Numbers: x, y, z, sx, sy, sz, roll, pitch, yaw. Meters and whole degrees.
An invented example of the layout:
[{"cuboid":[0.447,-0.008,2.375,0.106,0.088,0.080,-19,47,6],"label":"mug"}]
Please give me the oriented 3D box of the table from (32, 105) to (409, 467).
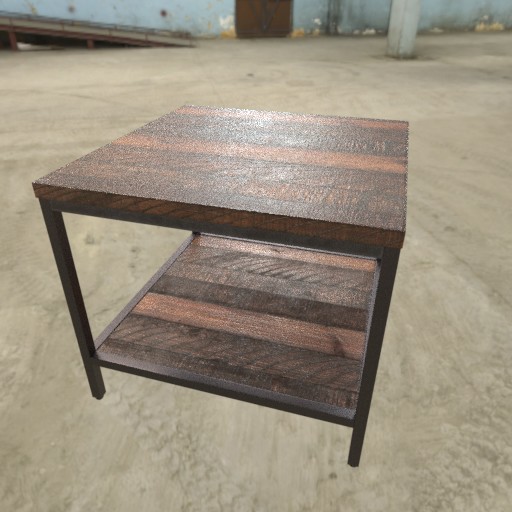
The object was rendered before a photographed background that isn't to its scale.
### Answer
[{"cuboid":[0.000,0.000,0.956,0.548,0.482,0.553,9,32,14],"label":"table"}]
